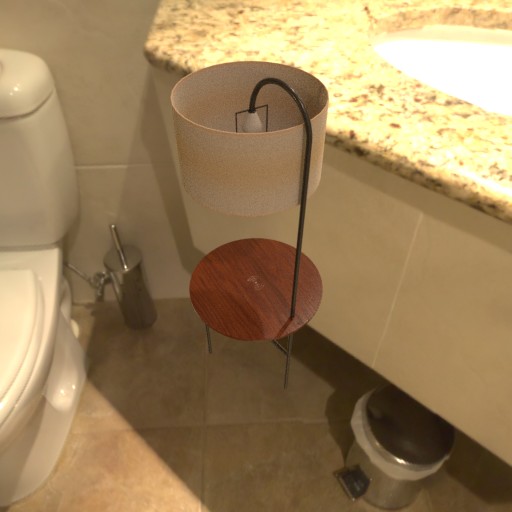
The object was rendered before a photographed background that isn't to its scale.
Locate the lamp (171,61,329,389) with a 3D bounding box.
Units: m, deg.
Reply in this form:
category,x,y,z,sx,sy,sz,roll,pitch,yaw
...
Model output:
category,x,y,z,sx,sy,sz,roll,pitch,yaw
lamp,0.000,0.000,1.789,0.573,1.517,0.573,0,46,0
